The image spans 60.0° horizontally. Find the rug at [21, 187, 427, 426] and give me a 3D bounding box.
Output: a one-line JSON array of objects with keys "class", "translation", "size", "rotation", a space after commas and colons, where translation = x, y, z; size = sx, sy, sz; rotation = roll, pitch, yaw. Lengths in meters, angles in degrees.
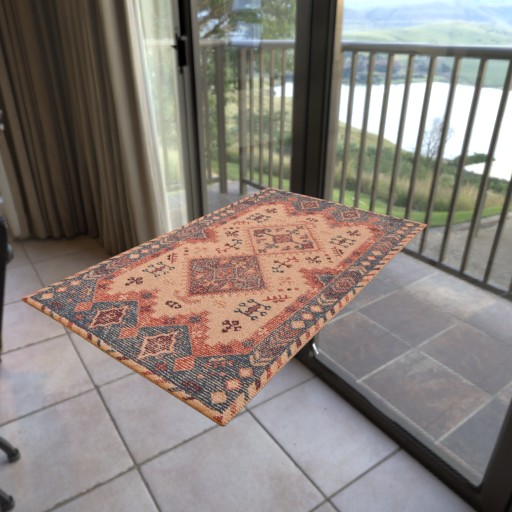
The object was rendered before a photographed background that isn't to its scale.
[{"class": "rug", "translation": [0.000, 0.000, 2.999], "size": [1.521, 0.023, 2.464], "rotation": [19, 33, 32]}]
